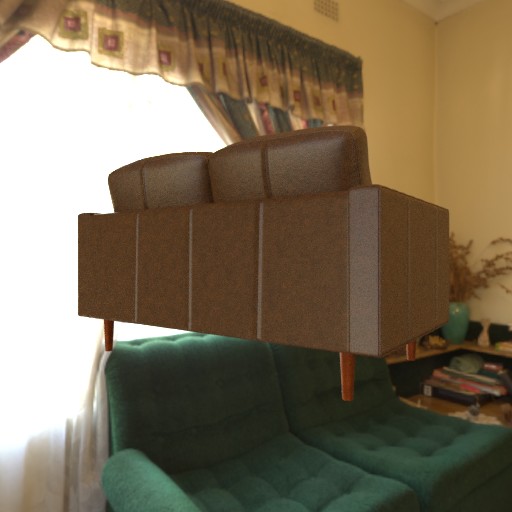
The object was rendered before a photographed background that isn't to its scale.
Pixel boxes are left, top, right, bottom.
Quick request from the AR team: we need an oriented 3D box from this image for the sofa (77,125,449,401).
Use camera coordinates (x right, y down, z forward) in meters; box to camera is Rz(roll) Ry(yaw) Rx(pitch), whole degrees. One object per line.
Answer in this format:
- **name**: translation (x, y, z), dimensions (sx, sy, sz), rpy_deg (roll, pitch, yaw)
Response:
- **sofa**: translation (0.000, 0.000, 2.140), dimensions (1.578, 0.951, 0.909), rpy_deg (0, 0, 36)
